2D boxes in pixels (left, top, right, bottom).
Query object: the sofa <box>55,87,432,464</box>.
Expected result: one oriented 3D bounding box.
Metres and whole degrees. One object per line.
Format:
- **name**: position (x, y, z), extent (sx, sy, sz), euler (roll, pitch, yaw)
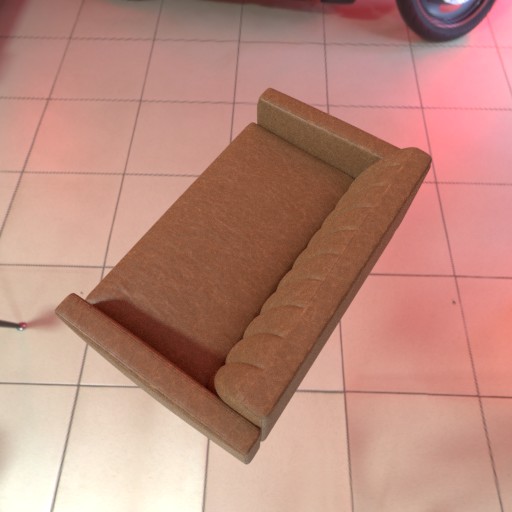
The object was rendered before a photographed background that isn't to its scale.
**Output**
- **sofa**: position (0.000, 0.000, 2.108), extent (0.960, 0.820, 1.549), euler (31, 66, 16)
